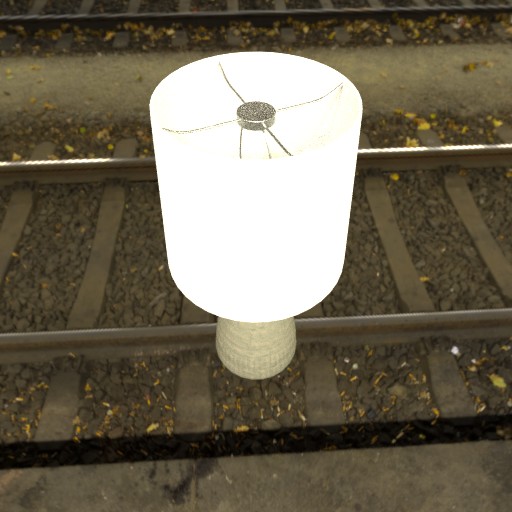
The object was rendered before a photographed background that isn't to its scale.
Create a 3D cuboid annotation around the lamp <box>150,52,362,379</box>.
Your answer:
[{"bbox_3d":[0.000,0.000,0.483,0.186,0.369,0.186,0,48,0],"label":"lamp"}]
